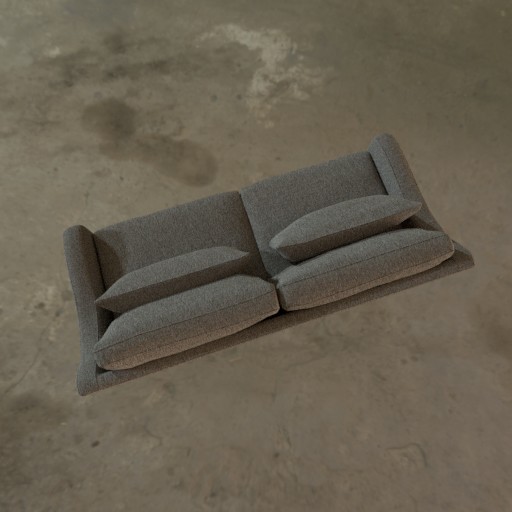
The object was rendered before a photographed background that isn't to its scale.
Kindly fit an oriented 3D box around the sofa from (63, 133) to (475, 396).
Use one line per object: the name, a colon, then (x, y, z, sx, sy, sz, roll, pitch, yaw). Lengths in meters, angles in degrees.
sofa: (0.000, 0.000, 2.980, 2.418, 0.998, 1.103, -17, 76, -5)
